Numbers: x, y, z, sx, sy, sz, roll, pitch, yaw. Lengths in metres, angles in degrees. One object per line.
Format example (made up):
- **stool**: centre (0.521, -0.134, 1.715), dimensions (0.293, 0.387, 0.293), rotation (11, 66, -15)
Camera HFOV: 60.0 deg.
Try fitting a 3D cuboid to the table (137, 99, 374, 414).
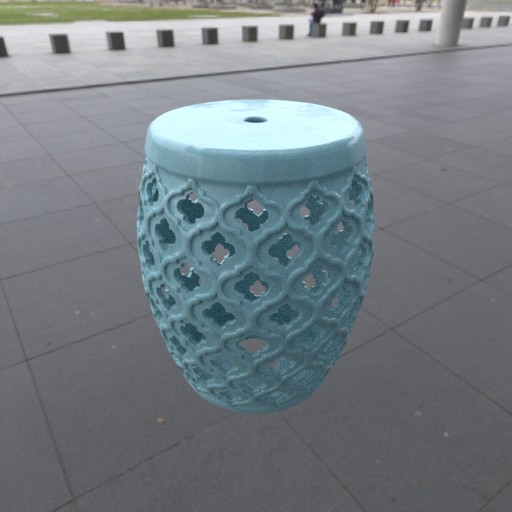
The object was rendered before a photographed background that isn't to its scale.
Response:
- **table**: centre (0.000, 0.000, 0.641), dimensions (0.325, 0.388, 0.325), rotation (0, 31, 0)
